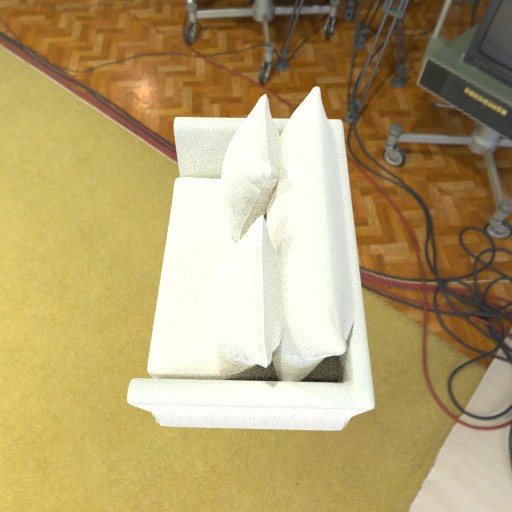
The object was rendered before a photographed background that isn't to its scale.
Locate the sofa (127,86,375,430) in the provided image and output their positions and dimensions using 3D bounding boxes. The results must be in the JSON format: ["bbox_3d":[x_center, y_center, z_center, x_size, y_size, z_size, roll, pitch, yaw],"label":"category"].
[{"bbox_3d":[0.000,0.000,2.302,1.026,1.039,1.608,1,58,1],"label":"sofa"}]
